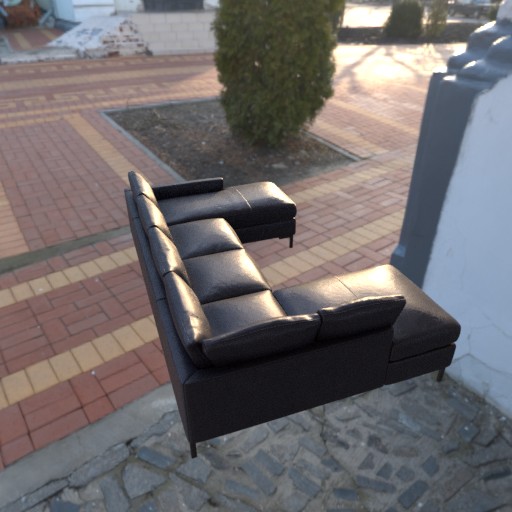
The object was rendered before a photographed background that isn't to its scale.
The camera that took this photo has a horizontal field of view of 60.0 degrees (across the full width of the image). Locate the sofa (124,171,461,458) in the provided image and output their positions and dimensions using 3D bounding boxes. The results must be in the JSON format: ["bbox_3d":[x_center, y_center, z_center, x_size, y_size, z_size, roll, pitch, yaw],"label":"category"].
[{"bbox_3d":[0.000,0.000,3.936,1.939,0.900,2.956,-11,33,-17],"label":"sofa"}]
